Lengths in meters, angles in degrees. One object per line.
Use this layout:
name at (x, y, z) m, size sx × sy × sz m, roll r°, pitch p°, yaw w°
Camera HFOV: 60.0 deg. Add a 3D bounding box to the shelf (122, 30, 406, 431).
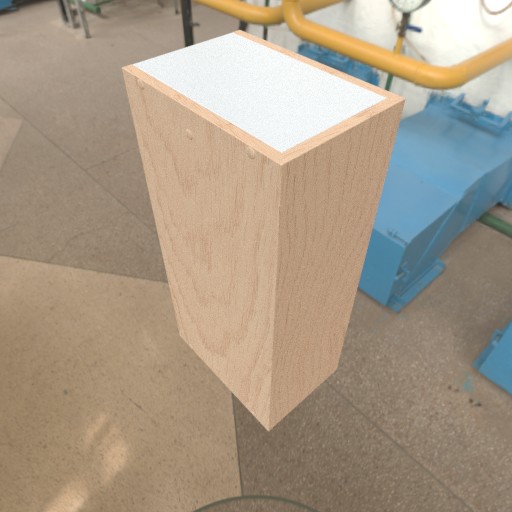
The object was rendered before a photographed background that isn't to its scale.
shelf at (0.000, 0.000, 0.748) m, size 0.200 × 0.600 × 0.290 m, roll -33°, pitch 54°, yaw -28°
